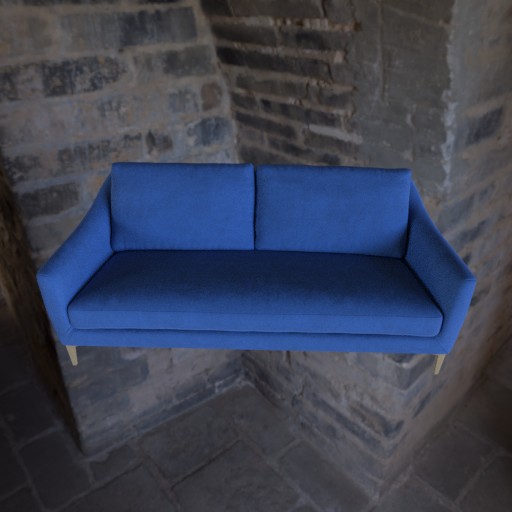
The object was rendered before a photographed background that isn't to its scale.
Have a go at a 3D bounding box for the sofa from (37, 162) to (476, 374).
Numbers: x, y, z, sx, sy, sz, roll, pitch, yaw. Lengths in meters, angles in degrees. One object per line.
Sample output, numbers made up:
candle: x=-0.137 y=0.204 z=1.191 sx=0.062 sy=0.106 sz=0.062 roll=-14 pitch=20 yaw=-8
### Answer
sofa: x=0.000 y=0.000 z=2.498 sx=2.036 sy=0.903 sz=0.960 roll=1 pitch=29 yaw=2
